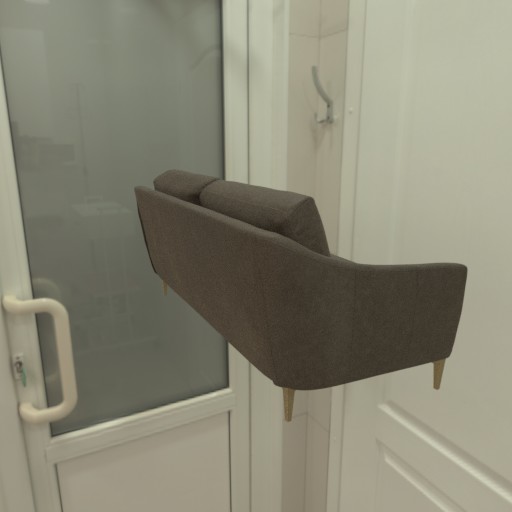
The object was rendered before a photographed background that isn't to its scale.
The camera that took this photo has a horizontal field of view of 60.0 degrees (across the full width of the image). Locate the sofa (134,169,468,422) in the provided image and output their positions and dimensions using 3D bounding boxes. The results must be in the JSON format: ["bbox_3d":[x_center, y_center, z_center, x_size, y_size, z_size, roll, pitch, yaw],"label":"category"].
[{"bbox_3d":[0.000,0.000,2.522,0.960,0.902,2.036,-8,17,-27],"label":"sofa"}]
